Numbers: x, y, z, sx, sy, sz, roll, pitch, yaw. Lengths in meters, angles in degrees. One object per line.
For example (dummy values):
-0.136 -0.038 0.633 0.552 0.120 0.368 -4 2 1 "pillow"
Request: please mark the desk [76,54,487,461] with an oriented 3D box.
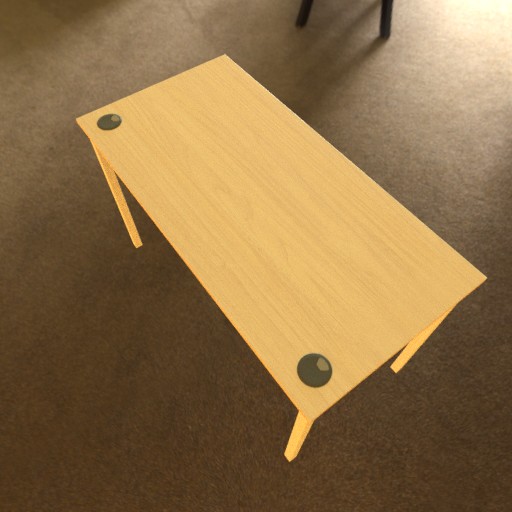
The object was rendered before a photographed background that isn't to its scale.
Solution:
0.000 0.000 1.622 0.600 0.750 1.200 -32 63 -19 "desk"
